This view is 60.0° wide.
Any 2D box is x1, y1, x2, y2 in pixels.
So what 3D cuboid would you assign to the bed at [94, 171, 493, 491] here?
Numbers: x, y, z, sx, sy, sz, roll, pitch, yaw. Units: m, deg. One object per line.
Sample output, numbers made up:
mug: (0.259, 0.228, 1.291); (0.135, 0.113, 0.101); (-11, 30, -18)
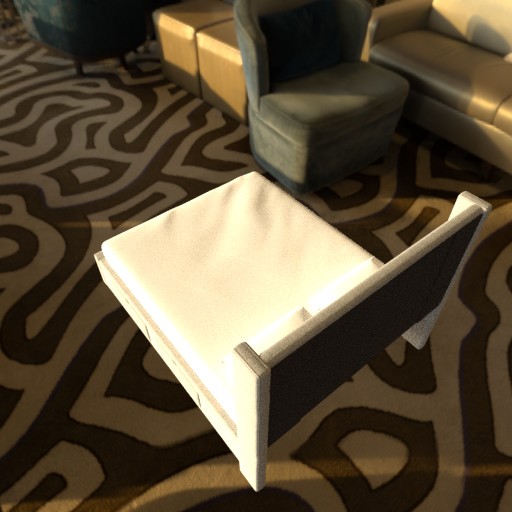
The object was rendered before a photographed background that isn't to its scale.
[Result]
bed: (0.000, 0.000, 3.320); (1.774, 1.491, 2.222); (-30, 53, -26)
